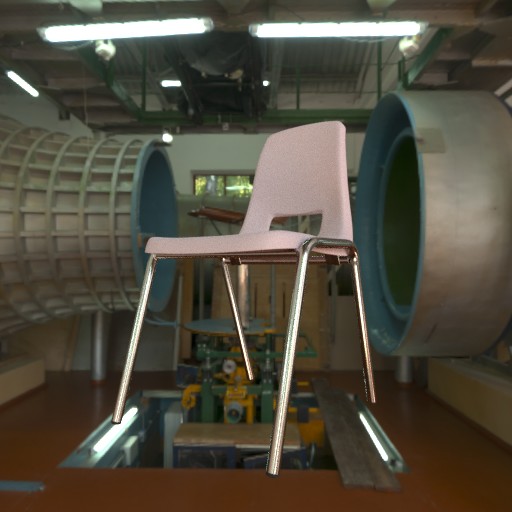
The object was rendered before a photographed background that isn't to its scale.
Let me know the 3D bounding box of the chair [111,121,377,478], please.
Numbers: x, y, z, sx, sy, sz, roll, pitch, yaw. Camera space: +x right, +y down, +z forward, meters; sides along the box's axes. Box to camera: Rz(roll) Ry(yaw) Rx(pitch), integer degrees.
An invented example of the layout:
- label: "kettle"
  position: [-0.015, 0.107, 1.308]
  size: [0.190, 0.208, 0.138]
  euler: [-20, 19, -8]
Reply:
- label: "chair"
  position: [0.000, 0.000, 0.921]
  size: [0.381, 0.653, 0.436]
  euler: [-1, -2, 36]
